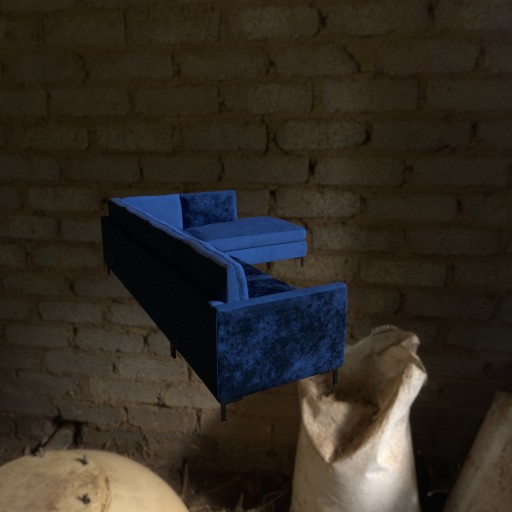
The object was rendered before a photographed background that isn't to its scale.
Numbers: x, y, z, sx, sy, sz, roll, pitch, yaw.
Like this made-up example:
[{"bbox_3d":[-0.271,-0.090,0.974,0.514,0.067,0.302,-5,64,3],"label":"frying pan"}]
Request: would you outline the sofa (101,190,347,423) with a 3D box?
[{"bbox_3d":[0.000,0.000,3.196,1.707,0.687,2.486,-8,17,-28],"label":"sofa"}]
